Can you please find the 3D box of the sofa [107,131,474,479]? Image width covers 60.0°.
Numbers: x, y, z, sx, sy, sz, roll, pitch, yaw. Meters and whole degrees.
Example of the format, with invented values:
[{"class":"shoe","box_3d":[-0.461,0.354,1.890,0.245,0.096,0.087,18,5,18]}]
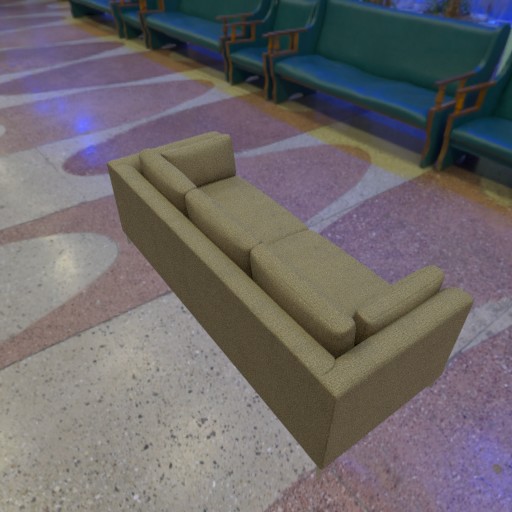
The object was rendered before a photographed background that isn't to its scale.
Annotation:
[{"class":"sofa","box_3d":[0.000,0.000,2.917,0.969,0.867,2.415,-25,46,-27]}]
